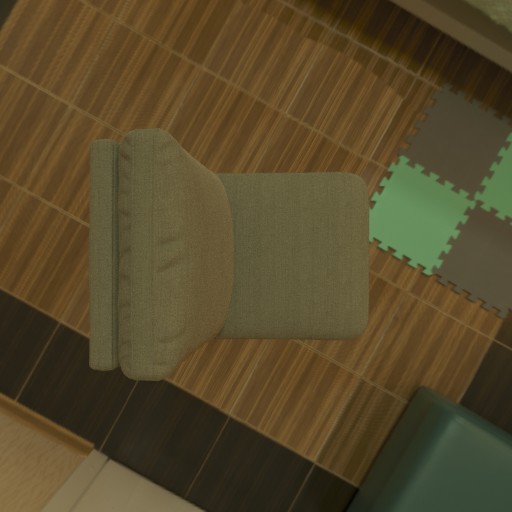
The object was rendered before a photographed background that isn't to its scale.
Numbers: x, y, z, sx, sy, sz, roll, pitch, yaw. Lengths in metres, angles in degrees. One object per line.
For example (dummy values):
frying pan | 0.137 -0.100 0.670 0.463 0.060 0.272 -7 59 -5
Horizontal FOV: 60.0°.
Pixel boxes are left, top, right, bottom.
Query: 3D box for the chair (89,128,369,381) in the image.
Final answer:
chair | 0.000 0.000 1.298 0.698 0.927 0.503 0 90 0
